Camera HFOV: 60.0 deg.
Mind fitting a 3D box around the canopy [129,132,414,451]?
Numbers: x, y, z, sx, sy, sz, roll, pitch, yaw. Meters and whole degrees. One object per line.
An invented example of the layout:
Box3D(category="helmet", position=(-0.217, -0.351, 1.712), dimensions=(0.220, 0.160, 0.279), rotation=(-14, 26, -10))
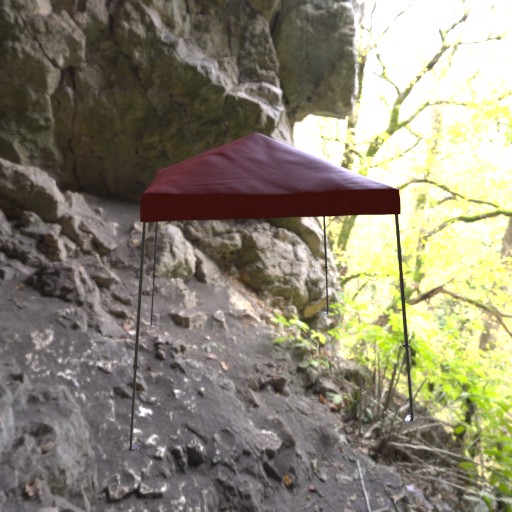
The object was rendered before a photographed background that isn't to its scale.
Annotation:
Box3D(category="canopy", position=(0.000, 0.000, 5.302), dimensions=(2.848, 2.849, 2.849), rotation=(-2, 16, -9))
